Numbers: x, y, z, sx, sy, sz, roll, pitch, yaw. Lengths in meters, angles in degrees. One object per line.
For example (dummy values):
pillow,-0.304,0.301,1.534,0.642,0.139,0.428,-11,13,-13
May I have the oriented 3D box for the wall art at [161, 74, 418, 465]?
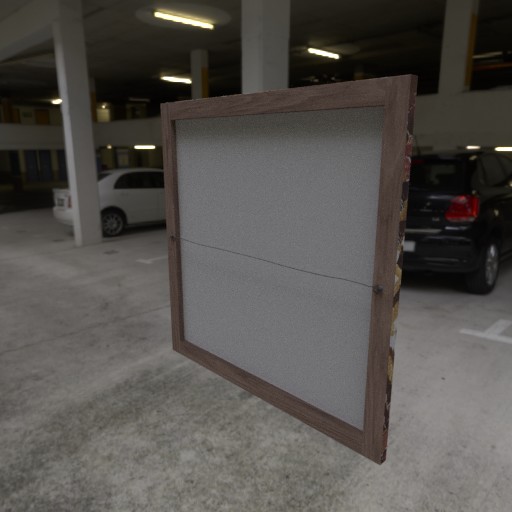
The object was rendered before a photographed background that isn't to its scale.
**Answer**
wall art,0.000,0.000,1.099,0.028,0.762,0.757,-13,19,-43
